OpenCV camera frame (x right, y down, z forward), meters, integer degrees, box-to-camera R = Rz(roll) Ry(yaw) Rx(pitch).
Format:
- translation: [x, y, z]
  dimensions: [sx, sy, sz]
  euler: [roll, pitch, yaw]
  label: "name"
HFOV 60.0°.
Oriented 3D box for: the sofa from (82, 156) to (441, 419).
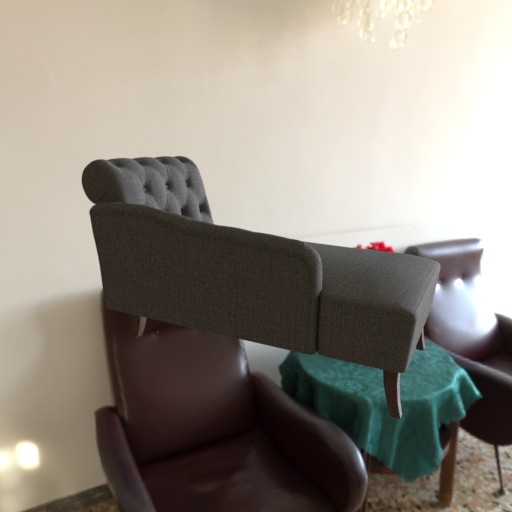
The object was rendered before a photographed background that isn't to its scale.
- translation: [0.000, 0.000, 1.846]
  dimensions: [1.379, 0.787, 0.675]
  euler: [7, 16, 27]
  label: "sofa"
